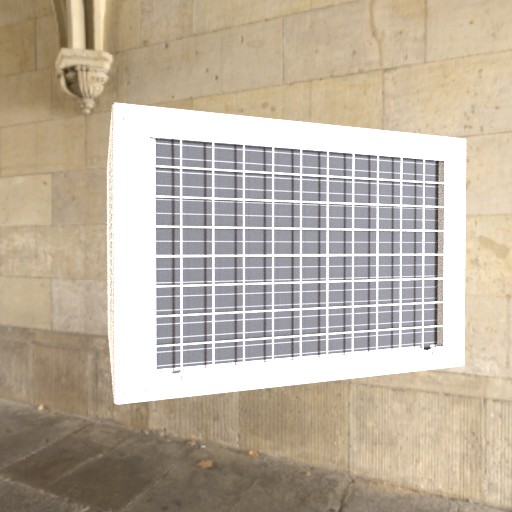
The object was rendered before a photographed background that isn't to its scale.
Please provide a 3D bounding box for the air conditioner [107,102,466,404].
[{"bbox_3d":[0.000,0.000,1.023,0.645,0.455,0.599,0,1,-19],"label":"air conditioner"}]
